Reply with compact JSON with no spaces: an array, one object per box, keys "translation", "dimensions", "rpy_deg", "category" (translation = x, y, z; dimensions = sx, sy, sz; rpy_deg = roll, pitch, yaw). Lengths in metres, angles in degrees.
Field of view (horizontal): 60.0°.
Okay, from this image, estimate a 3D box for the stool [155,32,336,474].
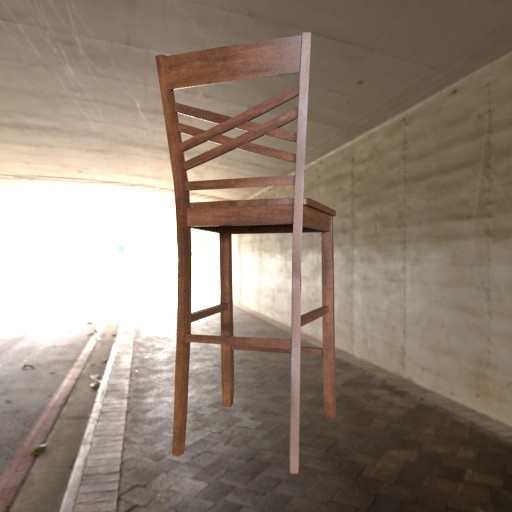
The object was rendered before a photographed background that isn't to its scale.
[{"translation":[0.000,0.000,1.369],"dimensions":[0.433,1.105,0.487],"rpy_deg":[0,0,18],"category":"stool"}]
